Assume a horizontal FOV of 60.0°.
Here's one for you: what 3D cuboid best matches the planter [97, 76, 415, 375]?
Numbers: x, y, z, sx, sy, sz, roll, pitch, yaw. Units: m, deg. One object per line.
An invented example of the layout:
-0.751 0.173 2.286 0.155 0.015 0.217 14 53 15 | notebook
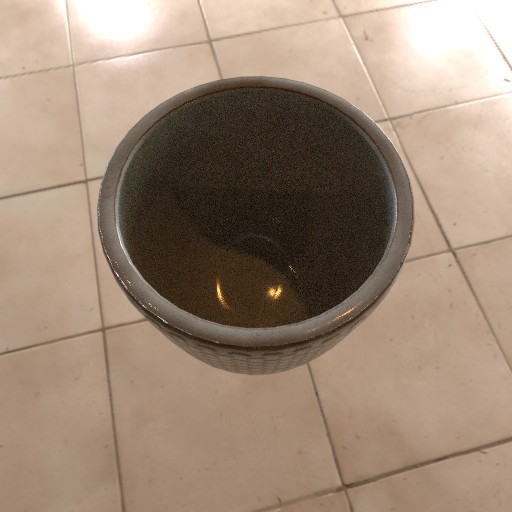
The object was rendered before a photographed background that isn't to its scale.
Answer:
0.000 0.000 0.358 0.197 0.191 0.197 0 66 0 | planter
